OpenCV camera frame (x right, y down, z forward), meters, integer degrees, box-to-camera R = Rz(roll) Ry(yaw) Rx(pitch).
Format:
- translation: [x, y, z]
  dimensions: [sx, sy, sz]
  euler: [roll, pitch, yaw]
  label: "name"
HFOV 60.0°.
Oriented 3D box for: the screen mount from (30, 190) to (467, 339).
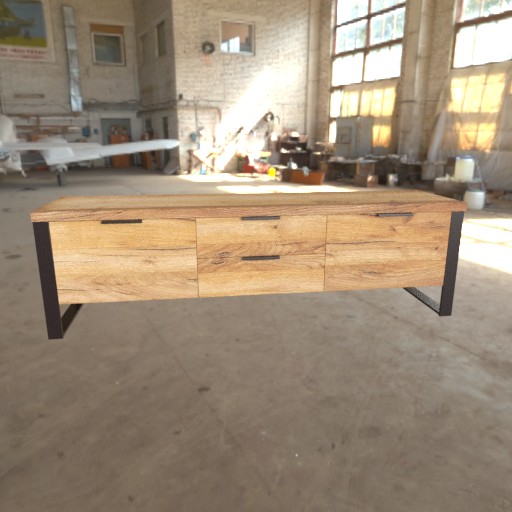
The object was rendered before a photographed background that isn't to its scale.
- translation: [0.000, 0.000, 1.766]
  dimensions: [1.524, 0.450, 0.395]
  euler: [-2, 16, -8]
  label: "screen mount"
